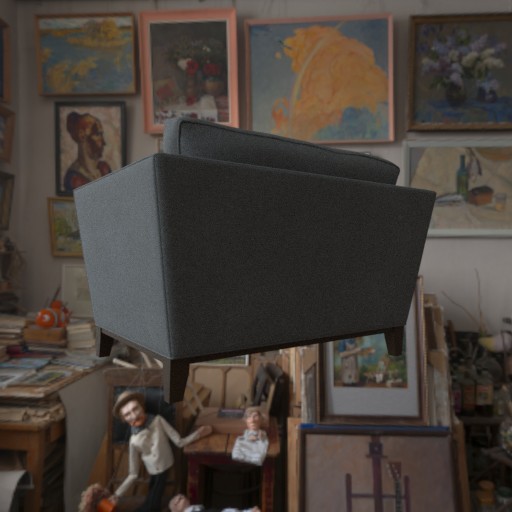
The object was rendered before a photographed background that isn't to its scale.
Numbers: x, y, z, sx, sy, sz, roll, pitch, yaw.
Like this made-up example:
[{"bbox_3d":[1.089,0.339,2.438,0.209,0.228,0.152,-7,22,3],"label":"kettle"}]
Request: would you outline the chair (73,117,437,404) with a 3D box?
[{"bbox_3d":[0.000,0.000,2.056,1.396,0.942,0.965,0,0,-35],"label":"chair"}]
